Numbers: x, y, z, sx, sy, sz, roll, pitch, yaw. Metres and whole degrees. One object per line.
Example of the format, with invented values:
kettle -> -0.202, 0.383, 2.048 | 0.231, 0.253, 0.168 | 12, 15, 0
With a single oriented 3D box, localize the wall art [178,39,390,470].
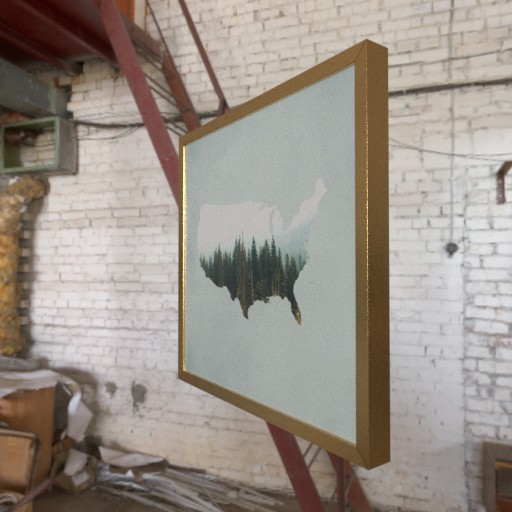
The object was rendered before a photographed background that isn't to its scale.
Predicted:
wall art -> 0.000, 0.000, 0.741 | 0.040, 0.509, 0.509 | 1, -1, -35
